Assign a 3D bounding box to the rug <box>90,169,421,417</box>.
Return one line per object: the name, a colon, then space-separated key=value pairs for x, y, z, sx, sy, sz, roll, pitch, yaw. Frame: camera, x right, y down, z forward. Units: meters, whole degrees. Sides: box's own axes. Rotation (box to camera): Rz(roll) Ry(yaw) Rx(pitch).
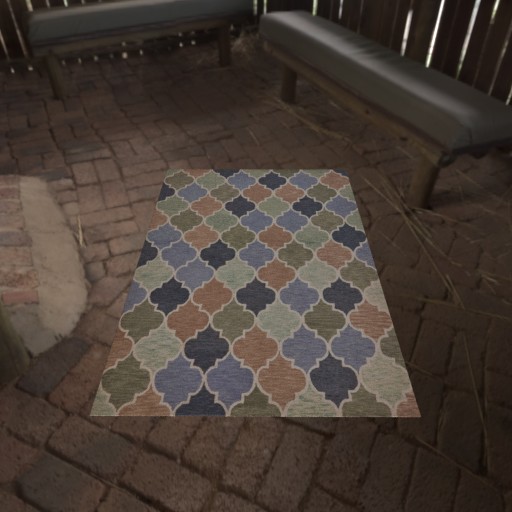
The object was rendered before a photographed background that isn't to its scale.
rug: x=0.000 y=0.000 z=2.910 sx=1.521 sy=0.006 sz=2.284 roll=0 pitch=40 yaw=0
